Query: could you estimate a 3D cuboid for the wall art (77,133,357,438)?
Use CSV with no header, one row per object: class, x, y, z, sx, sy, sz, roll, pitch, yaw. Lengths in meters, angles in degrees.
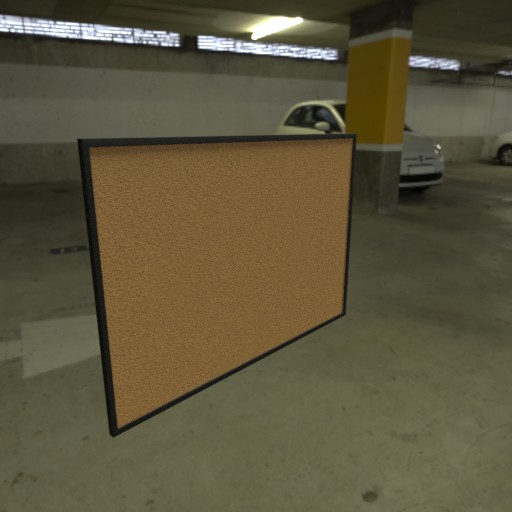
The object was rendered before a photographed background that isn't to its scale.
wall art,0.000,0.000,0.872,0.013,0.458,0.664,15,22,42
